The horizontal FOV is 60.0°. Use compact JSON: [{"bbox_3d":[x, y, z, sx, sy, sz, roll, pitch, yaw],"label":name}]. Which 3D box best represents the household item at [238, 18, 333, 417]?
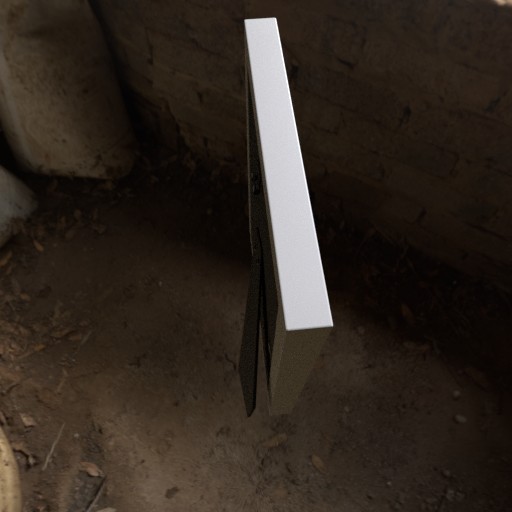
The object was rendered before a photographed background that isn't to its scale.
[{"bbox_3d":[0.000,0.000,0.338,0.045,0.250,0.200,-5,63,-3],"label":"household item"}]
